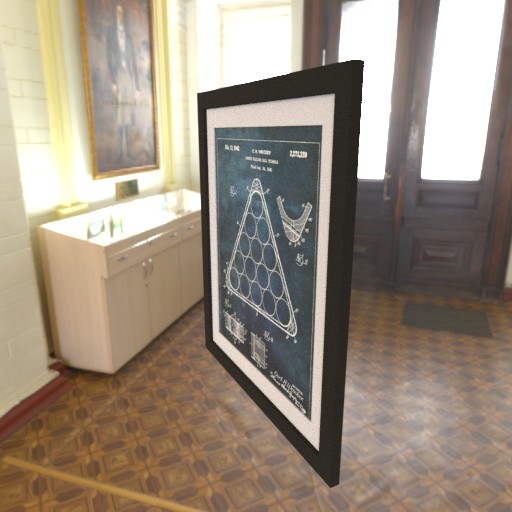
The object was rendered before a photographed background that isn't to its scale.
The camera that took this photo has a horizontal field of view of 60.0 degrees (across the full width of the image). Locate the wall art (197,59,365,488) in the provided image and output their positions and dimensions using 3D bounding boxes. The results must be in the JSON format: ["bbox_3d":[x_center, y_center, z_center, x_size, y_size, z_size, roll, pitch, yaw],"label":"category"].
[{"bbox_3d":[0.000,0.000,0.490,0.010,0.361,0.311,-8,17,-26],"label":"wall art"}]
